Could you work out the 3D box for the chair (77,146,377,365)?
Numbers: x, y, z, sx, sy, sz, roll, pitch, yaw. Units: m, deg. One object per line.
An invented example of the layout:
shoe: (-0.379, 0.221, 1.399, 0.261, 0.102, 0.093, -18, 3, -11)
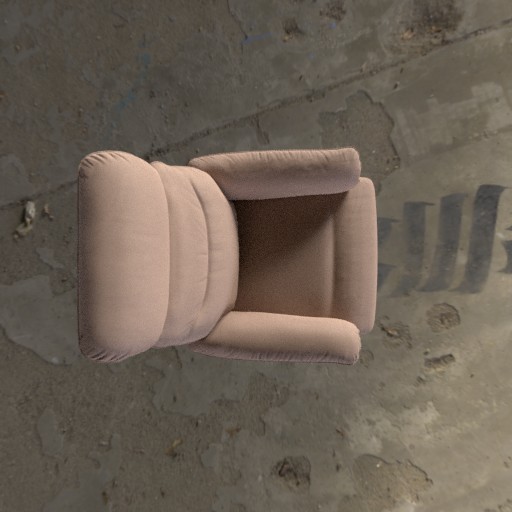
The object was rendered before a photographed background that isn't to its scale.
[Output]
chair: (0.000, 0.000, 1.729, 1.004, 1.037, 0.820, 0, 90, 1)
